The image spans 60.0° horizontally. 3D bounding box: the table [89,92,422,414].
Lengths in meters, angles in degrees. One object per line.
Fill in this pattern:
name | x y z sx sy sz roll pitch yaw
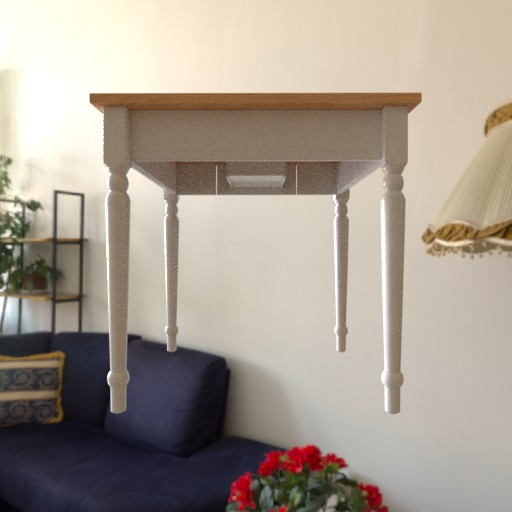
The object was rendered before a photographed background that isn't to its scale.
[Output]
table | 0.000 0.000 1.370 0.747 0.738 0.747 0 0 0
